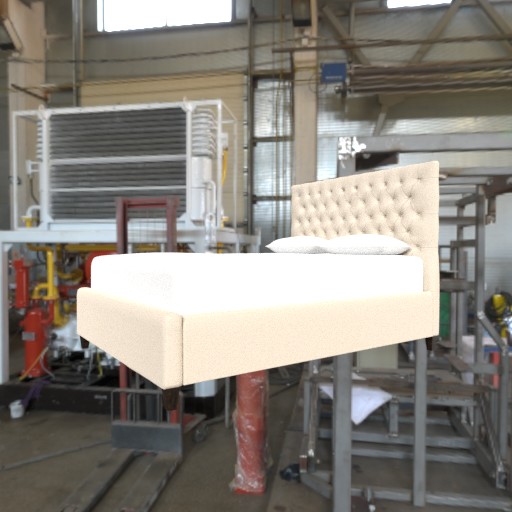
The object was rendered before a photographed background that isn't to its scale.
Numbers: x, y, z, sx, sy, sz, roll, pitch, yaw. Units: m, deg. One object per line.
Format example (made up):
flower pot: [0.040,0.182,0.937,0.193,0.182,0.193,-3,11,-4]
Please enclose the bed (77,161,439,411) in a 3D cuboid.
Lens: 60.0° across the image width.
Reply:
bed: [0.000,0.000,3.383,2.233,1.426,1.696,-1,1,-35]
